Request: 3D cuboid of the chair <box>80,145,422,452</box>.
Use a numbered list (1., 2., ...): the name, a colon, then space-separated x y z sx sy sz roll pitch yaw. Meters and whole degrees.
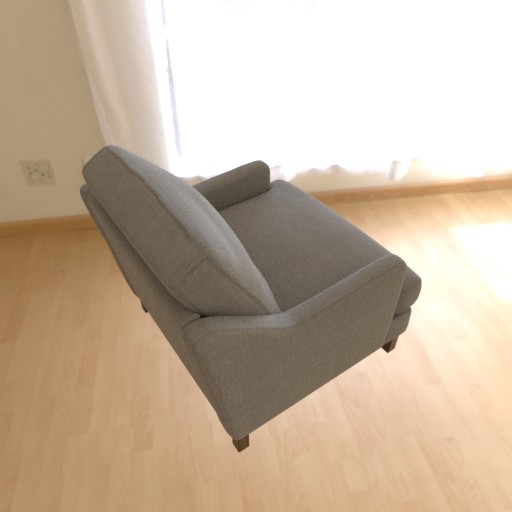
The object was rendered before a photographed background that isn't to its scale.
1. chair: 0.000 0.000 1.565 0.892 0.821 0.826 -24 46 -25
